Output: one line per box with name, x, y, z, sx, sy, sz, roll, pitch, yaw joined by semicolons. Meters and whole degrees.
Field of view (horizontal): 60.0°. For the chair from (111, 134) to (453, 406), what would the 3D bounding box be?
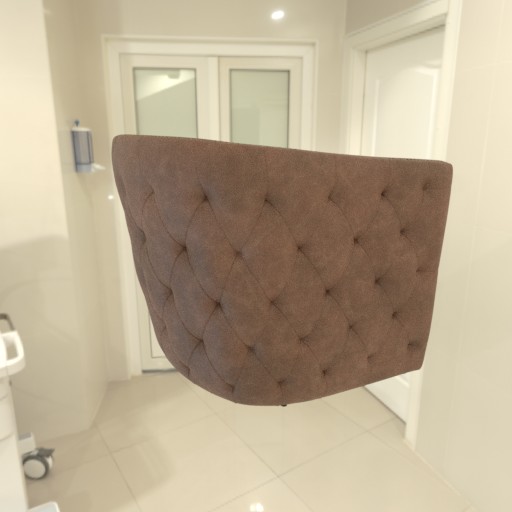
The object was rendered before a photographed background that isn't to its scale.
chair;0.000;0.000;1.503;0.870;0.790;0.850;-7;16;-26
